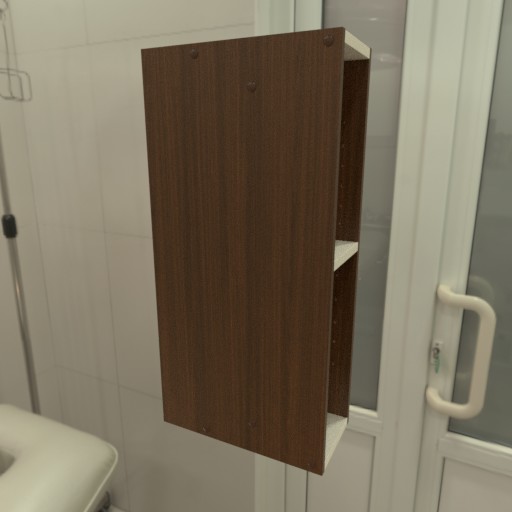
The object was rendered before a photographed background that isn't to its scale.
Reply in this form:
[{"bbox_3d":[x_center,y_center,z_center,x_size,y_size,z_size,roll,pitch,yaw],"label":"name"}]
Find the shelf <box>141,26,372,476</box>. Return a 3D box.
[{"bbox_3d":[0.000,0.000,0.698,0.290,0.600,0.147,7,17,26],"label":"shelf"}]
